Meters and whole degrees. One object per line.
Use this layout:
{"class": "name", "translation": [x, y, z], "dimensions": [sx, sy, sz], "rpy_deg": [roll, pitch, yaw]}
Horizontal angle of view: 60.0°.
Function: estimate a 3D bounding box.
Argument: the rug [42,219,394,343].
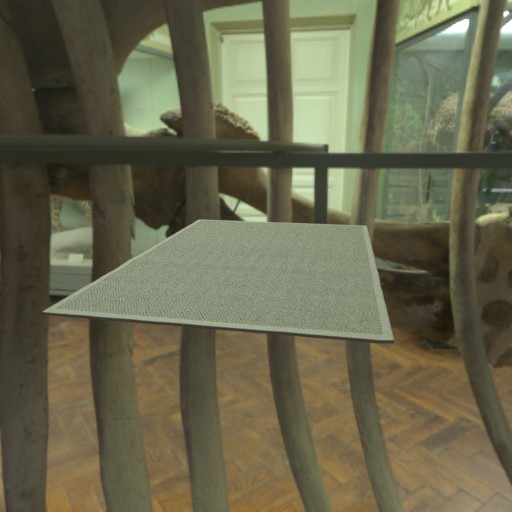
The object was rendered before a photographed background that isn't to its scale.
{"class": "rug", "translation": [0.000, 0.000, 2.941], "dimensions": [1.540, 0.021, 2.290], "rpy_deg": [3, 16, 11]}
